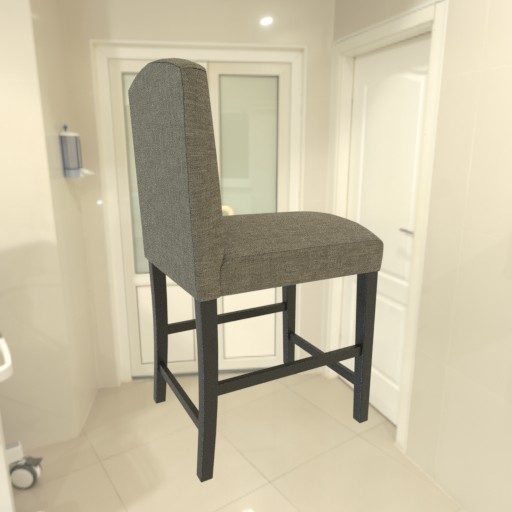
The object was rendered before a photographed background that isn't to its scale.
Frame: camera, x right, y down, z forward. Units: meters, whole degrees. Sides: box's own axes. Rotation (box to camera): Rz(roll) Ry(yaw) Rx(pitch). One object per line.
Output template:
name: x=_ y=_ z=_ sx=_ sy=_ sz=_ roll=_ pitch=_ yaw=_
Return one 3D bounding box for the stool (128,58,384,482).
stool: x=0.000 y=0.000 z=1.236 sx=0.552 sy=0.966 sz=0.451 roll=-7 pitch=16 yaw=-27
